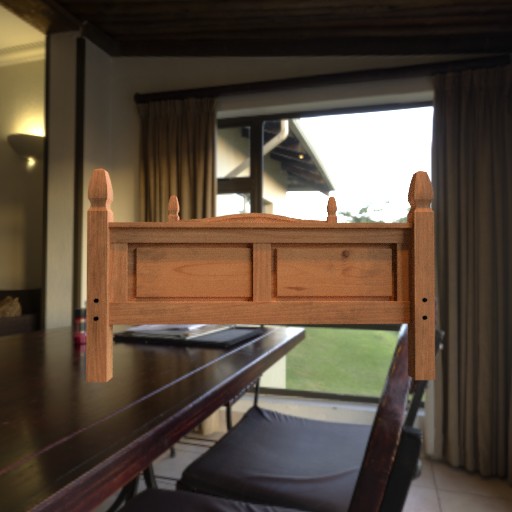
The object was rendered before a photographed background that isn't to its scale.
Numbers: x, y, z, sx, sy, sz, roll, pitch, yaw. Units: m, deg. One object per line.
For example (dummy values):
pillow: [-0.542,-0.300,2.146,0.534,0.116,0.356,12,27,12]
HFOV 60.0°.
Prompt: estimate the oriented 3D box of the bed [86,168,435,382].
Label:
bed: [0.000,0.000,2.925,1.490,1.100,2.069,0,-1,-1]
